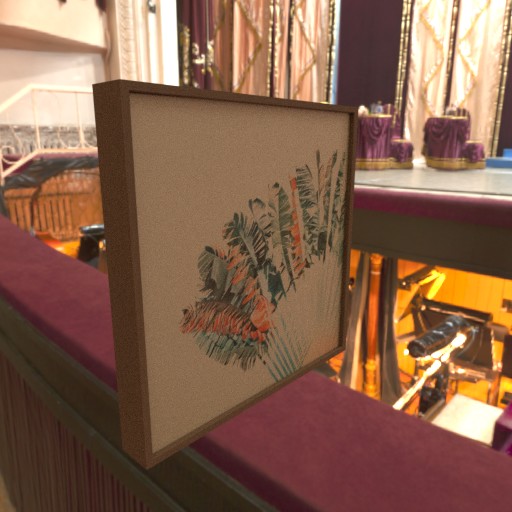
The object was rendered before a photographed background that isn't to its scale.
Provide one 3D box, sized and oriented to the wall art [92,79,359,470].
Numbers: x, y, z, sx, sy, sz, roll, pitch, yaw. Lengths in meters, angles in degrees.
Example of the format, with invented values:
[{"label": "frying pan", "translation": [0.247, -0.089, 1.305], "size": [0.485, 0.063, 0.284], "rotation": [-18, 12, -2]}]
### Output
[{"label": "wall art", "translation": [0.000, 0.000, 0.450], "size": [0.038, 0.303, 0.304], "rotation": [13, 19, 42]}]
